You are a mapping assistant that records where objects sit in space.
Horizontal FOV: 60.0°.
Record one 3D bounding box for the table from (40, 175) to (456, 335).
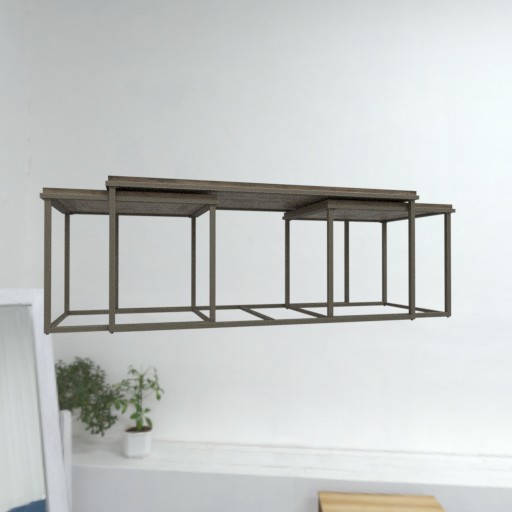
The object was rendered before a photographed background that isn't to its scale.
[{"bbox_3d":[0.000,0.000,1.555,1.312,0.427,0.489,0,-1,-16],"label":"table"}]
